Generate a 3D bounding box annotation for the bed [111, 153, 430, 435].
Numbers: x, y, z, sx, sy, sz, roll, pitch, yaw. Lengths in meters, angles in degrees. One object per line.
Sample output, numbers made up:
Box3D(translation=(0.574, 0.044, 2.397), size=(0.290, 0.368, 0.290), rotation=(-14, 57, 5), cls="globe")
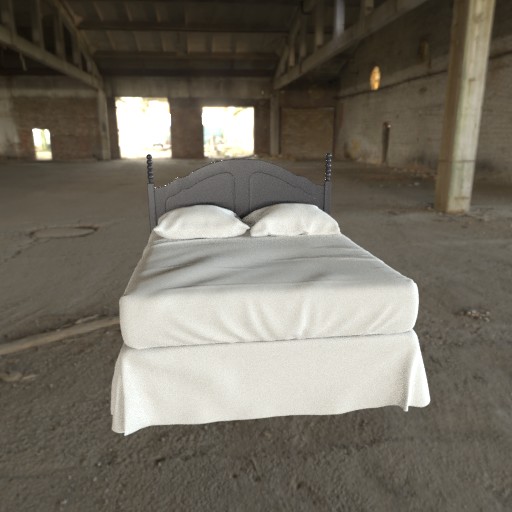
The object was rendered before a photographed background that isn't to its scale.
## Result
Box3D(translation=(0.000, 0.000, 3.160), size=(1.873, 1.356, 2.040), rotation=(-2, 15, -7), cls="bed")
